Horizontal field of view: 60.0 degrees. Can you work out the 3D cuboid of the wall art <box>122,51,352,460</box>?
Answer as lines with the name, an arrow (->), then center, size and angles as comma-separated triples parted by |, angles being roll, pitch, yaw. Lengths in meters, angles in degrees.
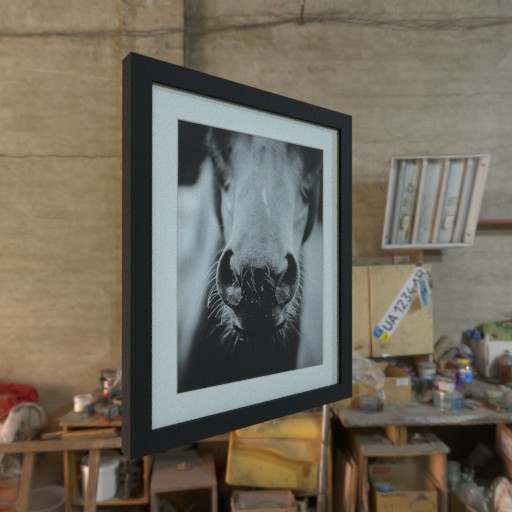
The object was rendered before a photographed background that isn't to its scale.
wall art -> 0.000, 0.000, 0.547 | 0.329, 0.404, 0.024 | 0, 0, -37
